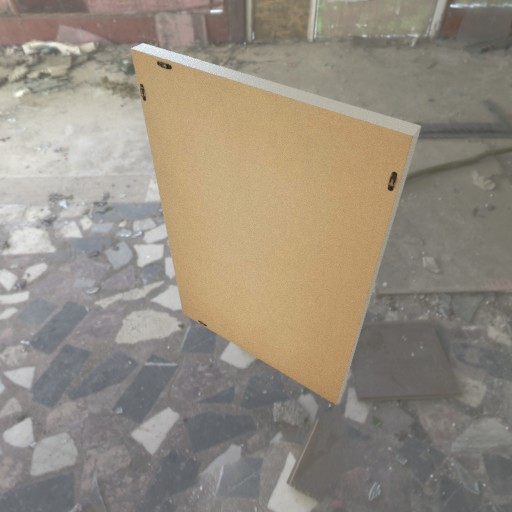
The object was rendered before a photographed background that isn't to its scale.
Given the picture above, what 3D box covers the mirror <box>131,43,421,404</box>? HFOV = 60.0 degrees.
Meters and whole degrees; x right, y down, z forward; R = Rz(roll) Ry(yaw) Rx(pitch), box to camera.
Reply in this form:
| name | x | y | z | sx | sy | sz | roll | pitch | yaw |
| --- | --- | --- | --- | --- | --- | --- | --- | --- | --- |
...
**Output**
| name | x | y | z | sx | sy | sz | roll | pitch | yaw |
| --- | --- | --- | --- | --- | --- | --- | --- | --- | --- |
| mirror | 0.000 | 0.000 | 1.141 | 0.609 | 0.914 | 0.041 | 26 | 51 | 23 |
